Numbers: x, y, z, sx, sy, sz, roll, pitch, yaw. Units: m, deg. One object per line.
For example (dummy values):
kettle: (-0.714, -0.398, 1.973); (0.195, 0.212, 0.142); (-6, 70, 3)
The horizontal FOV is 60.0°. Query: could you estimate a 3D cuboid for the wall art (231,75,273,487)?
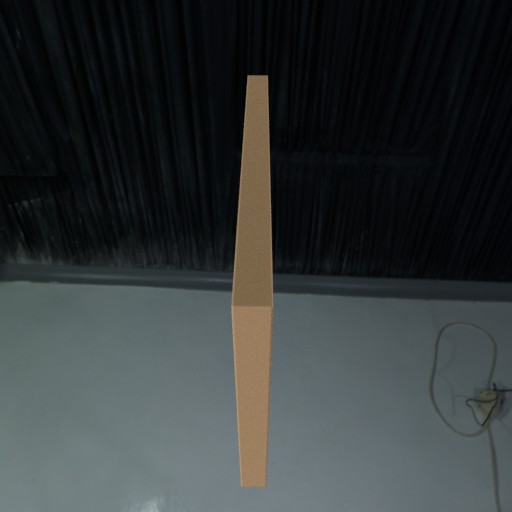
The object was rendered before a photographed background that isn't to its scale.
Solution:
wall art: (0.000, 0.000, 0.775); (0.039, 0.407, 0.609); (0, 41, 0)
